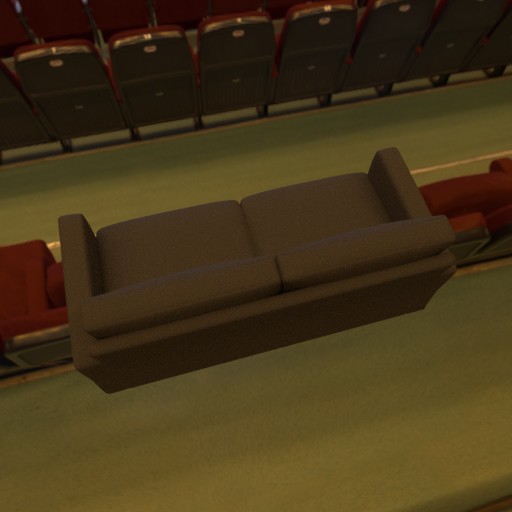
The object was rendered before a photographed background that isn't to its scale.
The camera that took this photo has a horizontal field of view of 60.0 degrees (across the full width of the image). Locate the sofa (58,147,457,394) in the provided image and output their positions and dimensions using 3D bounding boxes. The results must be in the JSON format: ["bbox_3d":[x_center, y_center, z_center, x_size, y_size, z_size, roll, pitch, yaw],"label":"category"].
[{"bbox_3d":[0.000,0.000,2.316,1.852,0.839,0.898,-13,58,-8],"label":"sofa"}]
